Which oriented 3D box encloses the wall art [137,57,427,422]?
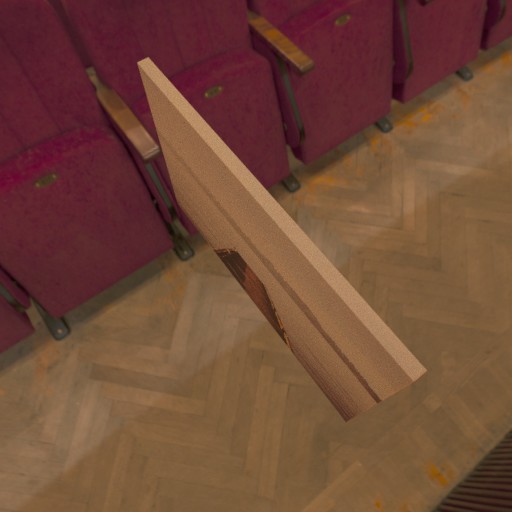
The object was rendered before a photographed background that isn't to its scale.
[{"bbox_3d":[0.000,0.000,0.781,0.021,0.410,0.615,-33,68,-15],"label":"wall art"}]
